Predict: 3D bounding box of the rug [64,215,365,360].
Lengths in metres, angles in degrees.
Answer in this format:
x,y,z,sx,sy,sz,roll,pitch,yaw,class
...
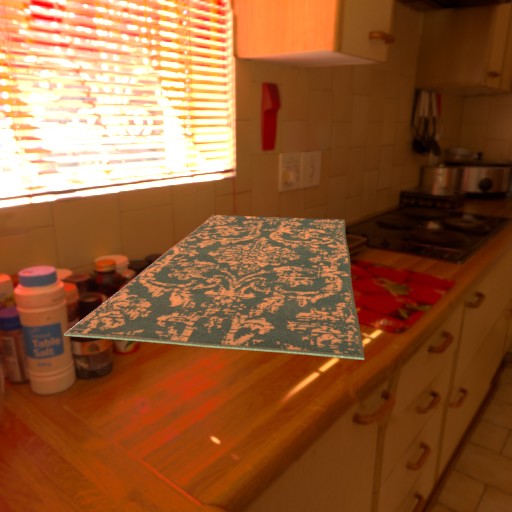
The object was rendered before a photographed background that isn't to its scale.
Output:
x,y,z,sx,sy,sz,roll,pitch,yaw,class
0.000,0.000,1.439,0.604,0.007,1.219,3,17,9,rug
